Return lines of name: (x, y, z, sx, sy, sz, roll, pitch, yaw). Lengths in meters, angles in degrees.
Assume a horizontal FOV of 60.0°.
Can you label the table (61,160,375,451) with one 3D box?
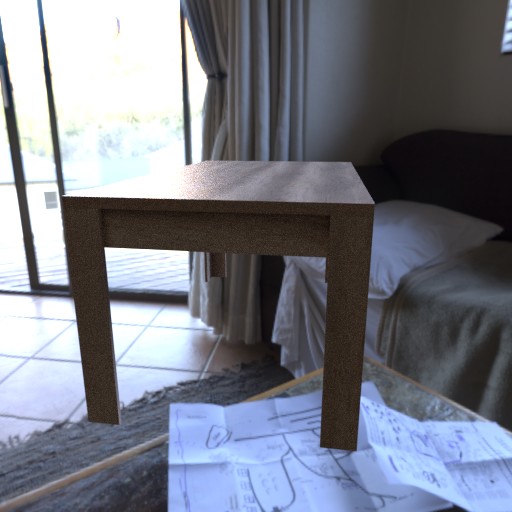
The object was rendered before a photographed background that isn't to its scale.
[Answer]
table: (0.000, 0.000, 2.102, 0.900, 0.775, 1.600, 3, 16, 9)
